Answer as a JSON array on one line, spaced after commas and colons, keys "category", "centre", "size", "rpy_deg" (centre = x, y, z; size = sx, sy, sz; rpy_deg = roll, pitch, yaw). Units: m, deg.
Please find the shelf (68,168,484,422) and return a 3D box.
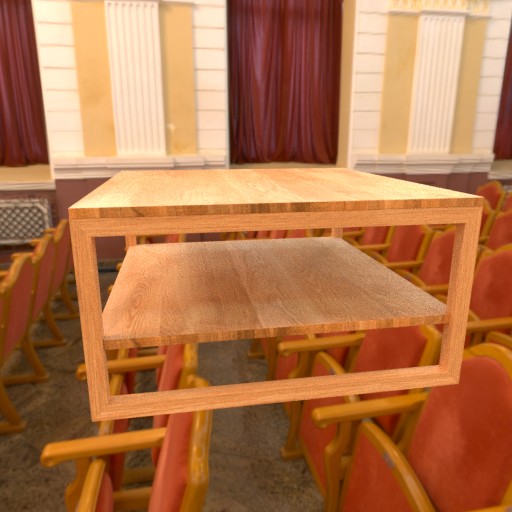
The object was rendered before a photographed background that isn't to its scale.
[{"category": "shelf", "centre": [0.000, 0.000, 1.424], "size": [0.899, 0.480, 0.899], "rpy_deg": [-3, 16, -10]}]
